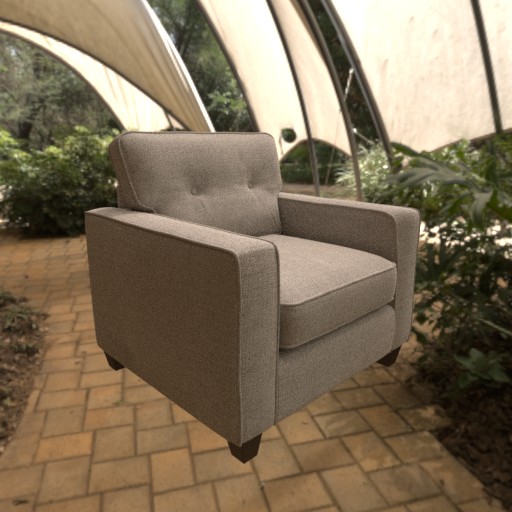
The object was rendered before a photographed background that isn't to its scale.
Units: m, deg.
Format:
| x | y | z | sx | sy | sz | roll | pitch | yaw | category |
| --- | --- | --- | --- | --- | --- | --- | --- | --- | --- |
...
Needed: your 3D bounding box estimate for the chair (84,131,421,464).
| x | y | z | sx | sy | sz | roll | pitch | yaw | category |
| --- | --- | --- | --- | --- | --- | --- | --- | --- | --- |
| 0.000 | 0.000 | 1.775 | 1.015 | 0.965 | 0.939 | -14 | 20 | -42 | chair |
